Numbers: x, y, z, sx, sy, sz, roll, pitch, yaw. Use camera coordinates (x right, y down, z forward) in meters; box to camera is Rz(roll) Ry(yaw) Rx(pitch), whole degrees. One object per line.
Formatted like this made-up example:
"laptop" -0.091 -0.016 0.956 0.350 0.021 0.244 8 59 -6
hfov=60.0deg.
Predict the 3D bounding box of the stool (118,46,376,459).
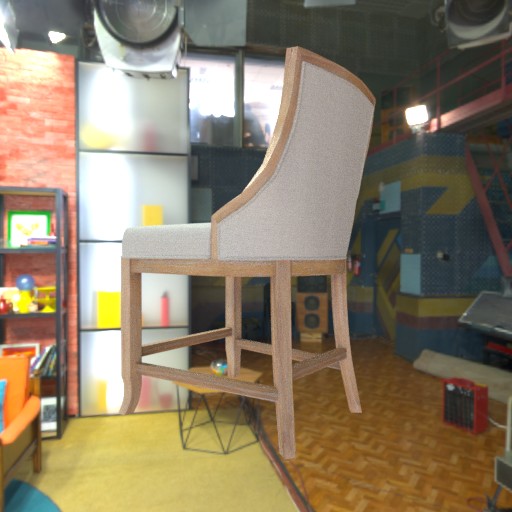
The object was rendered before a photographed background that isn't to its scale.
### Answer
"stool" 0.000 0.000 1.323 0.626 0.938 0.524 0 1 38
